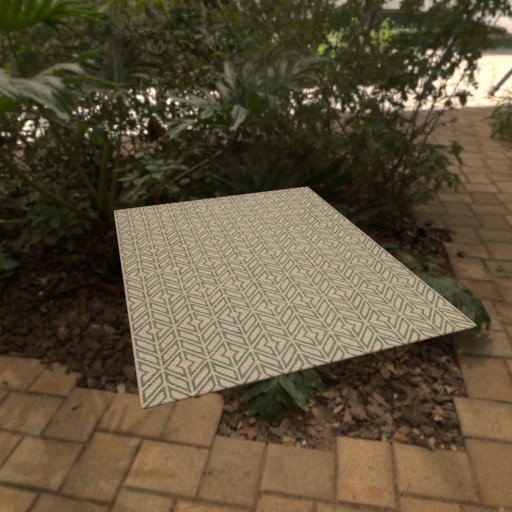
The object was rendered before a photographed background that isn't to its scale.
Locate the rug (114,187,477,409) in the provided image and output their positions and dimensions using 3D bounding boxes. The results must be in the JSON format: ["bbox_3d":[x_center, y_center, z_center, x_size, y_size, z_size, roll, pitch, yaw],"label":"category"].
[{"bbox_3d":[0.000,0.000,4.200,2.441,0.017,3.050,-9,31,-16],"label":"rug"}]
